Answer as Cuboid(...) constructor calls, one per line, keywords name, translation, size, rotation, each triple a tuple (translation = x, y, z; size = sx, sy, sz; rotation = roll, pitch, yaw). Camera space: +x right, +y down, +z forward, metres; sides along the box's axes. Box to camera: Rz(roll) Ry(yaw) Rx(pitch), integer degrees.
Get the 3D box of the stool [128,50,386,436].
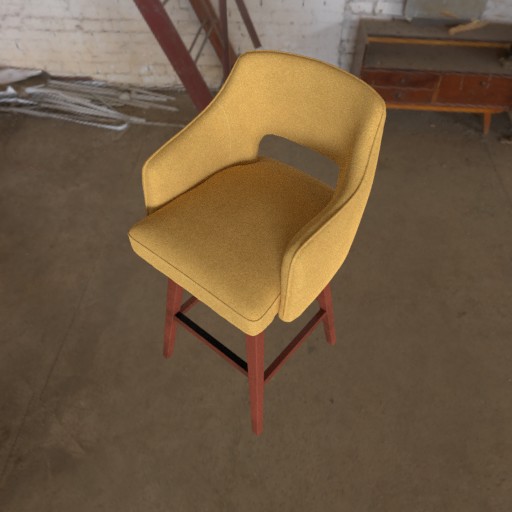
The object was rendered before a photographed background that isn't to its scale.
Cuboid(name="stool", translation=(0.000, 0.000, 1.352), size=(0.548, 1.012, 0.558), rotation=(32, 55, 25))
